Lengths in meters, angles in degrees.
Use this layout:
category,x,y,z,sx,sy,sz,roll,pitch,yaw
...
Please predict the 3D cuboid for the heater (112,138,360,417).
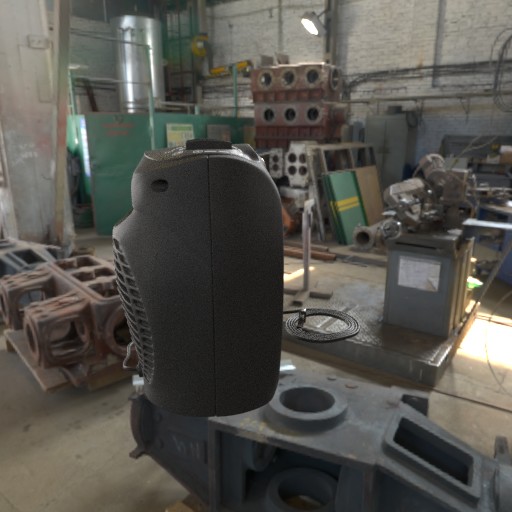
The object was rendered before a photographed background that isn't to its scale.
category,x,y,z,sx,sy,sz,roll,pitch,yaw
heater,0.000,0.000,0.467,0.291,0.240,0.239,-2,16,-8
